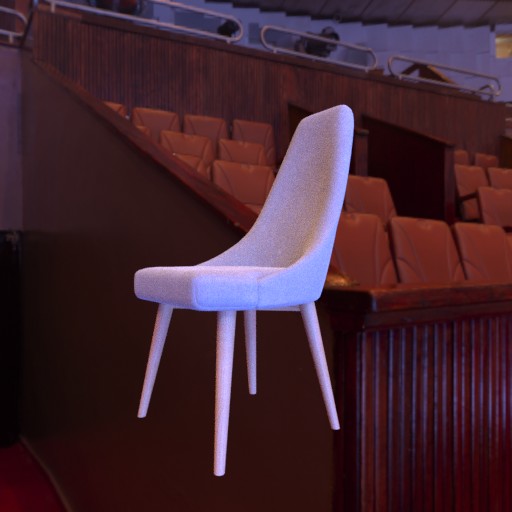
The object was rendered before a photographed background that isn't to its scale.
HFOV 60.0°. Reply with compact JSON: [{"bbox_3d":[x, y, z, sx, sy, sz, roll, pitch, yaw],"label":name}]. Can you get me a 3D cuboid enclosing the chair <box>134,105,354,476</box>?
[{"bbox_3d":[0.000,0.000,1.406,0.660,1.040,0.510,0,0,-37],"label":"chair"}]
